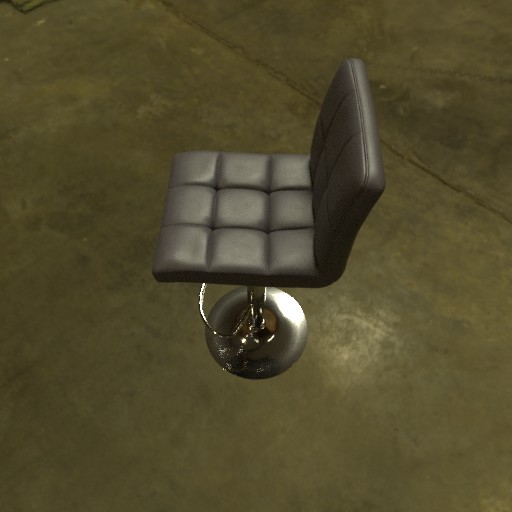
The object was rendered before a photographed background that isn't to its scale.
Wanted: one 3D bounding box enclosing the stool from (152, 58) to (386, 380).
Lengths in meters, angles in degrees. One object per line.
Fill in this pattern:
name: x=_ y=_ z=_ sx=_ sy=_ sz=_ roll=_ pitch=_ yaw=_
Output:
stool: x=0.000 y=0.000 z=1.377 sx=0.505 sy=1.115 sz=0.430 roll=1 pitch=57 yaw=1
